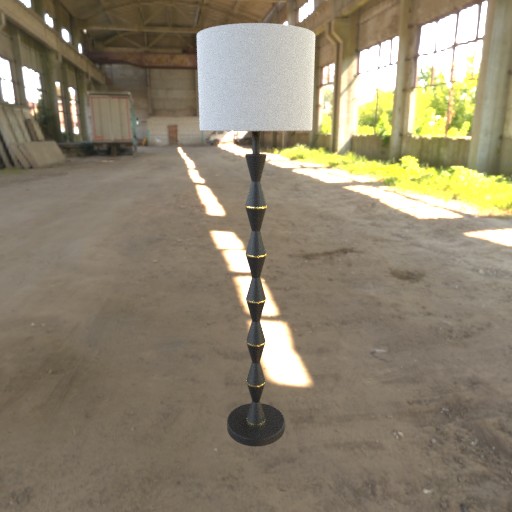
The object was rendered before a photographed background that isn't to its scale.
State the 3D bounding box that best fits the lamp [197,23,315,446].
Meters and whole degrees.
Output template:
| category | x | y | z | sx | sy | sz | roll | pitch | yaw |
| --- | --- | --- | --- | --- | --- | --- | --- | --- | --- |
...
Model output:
| category | x | y | z | sx | sy | sz | roll | pitch | yaw |
| --- | --- | --- | --- | --- | --- | --- | --- | --- | --- |
| lamp | 0.000 | 0.000 | 1.639 | 0.381 | 1.480 | 0.381 | -15 | 22 | -42 |
